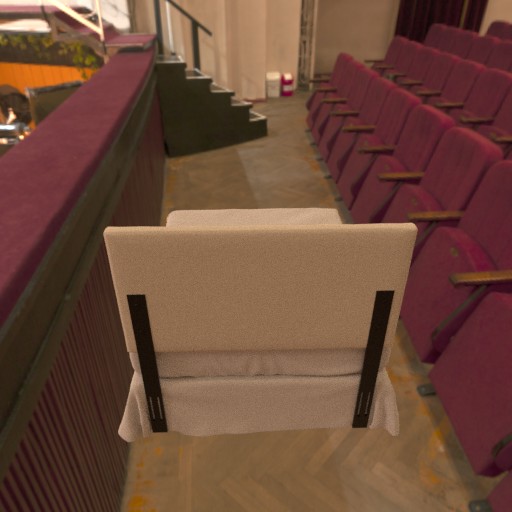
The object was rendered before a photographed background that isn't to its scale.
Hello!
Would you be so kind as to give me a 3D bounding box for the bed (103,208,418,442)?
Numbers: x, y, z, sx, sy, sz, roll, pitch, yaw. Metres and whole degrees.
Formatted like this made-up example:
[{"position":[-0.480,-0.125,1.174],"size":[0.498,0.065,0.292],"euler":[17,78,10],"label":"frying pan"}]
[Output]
[{"position":[0.000,0.000,3.542],"size":[1.936,1.577,2.222],"euler":[-1,32,-1],"label":"bed"}]
